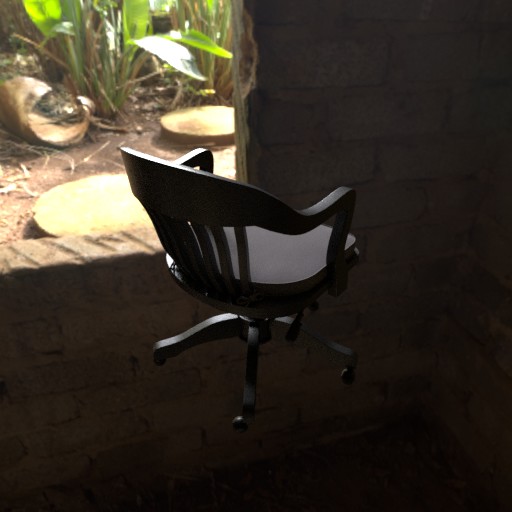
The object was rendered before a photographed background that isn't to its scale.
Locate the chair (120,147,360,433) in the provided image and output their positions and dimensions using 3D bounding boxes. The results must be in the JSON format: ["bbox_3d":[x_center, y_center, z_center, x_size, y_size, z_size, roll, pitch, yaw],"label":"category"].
[{"bbox_3d":[0.000,0.000,1.500,0.750,0.878,0.788,23,37,33],"label":"chair"}]
